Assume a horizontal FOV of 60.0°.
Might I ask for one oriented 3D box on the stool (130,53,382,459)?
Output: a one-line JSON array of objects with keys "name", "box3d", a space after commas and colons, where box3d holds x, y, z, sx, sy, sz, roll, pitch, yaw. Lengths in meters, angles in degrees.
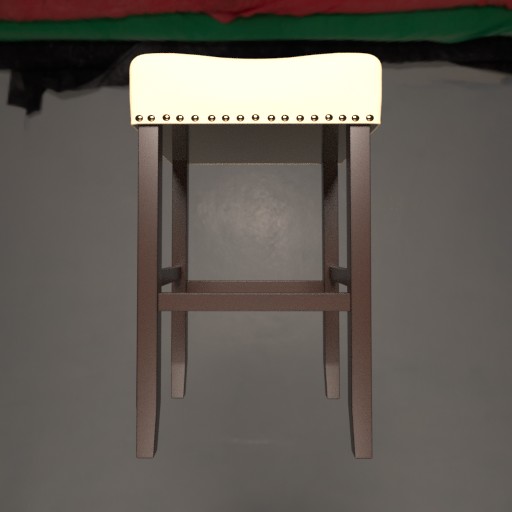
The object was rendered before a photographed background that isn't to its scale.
[{"name": "stool", "box3d": [0.000, 0.000, 1.015, 0.471, 0.762, 0.401, 0, 1, 0]}]
